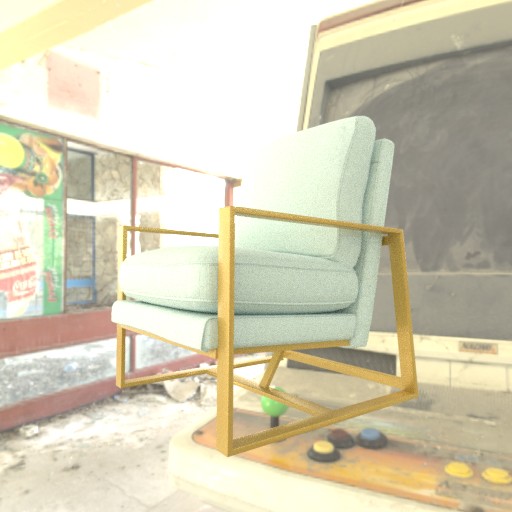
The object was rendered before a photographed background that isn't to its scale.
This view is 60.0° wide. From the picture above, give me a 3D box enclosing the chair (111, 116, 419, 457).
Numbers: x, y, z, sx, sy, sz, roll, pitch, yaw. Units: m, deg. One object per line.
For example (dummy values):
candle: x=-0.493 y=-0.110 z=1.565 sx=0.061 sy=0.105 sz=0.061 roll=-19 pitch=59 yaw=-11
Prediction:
chair: x=0.000 y=0.000 z=1.564 sx=0.813 sy=0.956 sz=0.758 roll=1 pitch=-1 yaw=-37
